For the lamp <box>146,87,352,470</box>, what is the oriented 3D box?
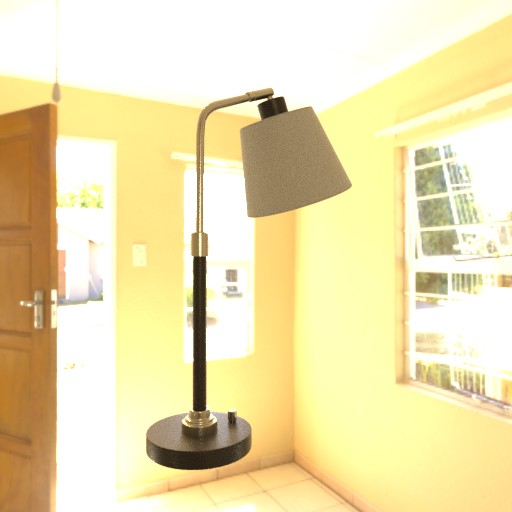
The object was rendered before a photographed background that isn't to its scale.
[{"bbox_3d":[0.000,0.000,0.690,0.348,0.539,0.181,0,-1,-37],"label":"lamp"}]
